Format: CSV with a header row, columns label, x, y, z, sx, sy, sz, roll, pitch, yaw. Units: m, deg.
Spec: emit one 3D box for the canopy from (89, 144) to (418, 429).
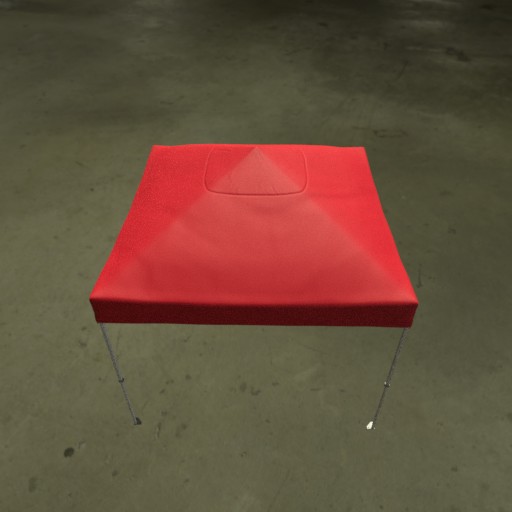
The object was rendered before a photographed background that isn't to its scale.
label,x,y,z,sx,sy,sz,roll,pitch,yaw
canopy,0.000,0.000,5.589,2.998,2.997,2.996,1,41,1
